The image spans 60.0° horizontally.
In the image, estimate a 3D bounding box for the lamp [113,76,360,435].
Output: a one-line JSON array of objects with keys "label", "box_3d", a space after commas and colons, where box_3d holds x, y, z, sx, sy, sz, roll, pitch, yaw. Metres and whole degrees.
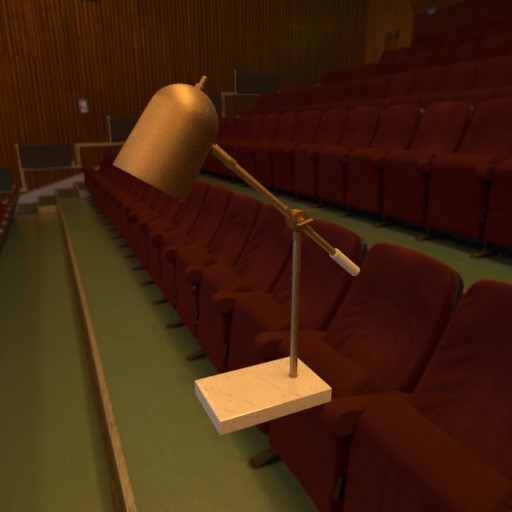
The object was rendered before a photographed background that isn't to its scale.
[{"label": "lamp", "box_3d": [0.000, 0.000, 0.807, 0.471, 0.603, 0.144, -8, 18, -24]}]
